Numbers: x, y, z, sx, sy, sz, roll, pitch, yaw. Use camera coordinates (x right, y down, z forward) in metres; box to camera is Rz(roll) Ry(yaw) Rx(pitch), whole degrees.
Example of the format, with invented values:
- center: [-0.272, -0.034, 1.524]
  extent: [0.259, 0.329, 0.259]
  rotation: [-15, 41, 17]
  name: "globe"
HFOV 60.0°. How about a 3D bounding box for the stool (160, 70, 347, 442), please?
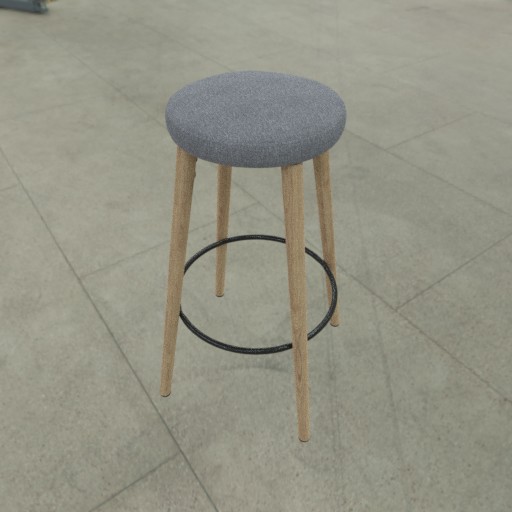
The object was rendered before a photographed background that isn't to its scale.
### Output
- center: [0.000, 0.000, 1.022]
  extent: [0.410, 0.770, 0.410]
  rotation: [13, 43, 14]
  name: "stool"
